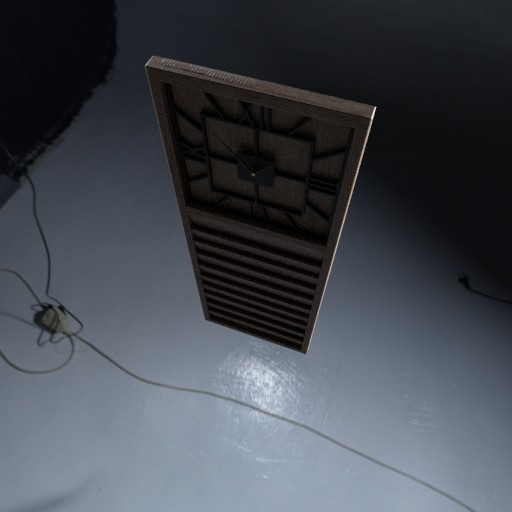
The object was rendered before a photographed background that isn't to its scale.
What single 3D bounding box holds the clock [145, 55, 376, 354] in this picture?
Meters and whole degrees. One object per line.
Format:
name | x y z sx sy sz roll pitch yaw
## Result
clock | 0.000 0.000 1.076 0.361 0.965 0.030 17 59 11
